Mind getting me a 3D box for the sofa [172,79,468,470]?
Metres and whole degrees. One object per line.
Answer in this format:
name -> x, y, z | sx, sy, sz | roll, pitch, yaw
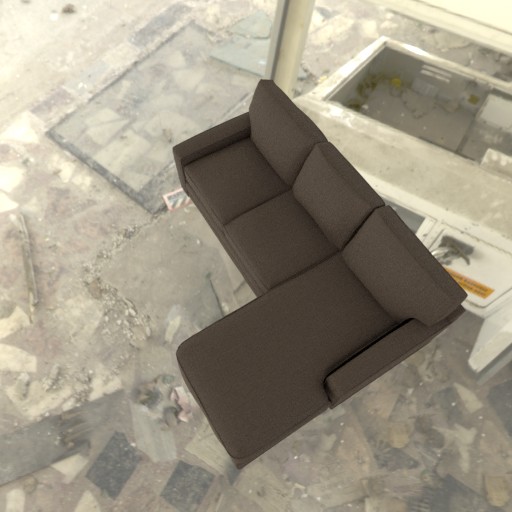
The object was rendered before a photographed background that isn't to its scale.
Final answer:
sofa -> 0.000, 0.000, 3.353 | 1.790, 0.973, 2.370 | -29, 66, -14
